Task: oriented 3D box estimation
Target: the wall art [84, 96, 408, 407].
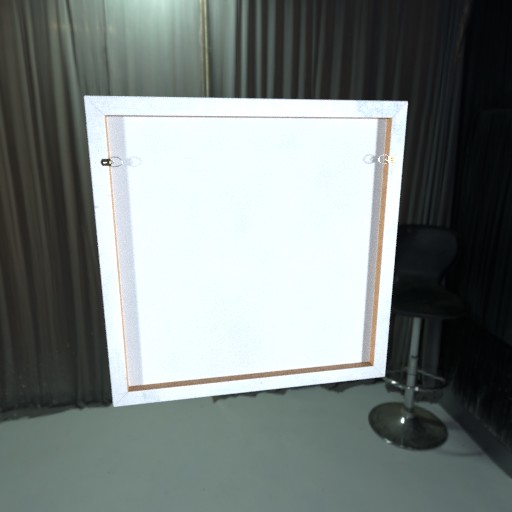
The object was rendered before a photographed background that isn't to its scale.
[{"bbox_3d":[0.000,0.000,1.139,0.762,0.762,0.041,-3,15,-11],"label":"wall art"}]
